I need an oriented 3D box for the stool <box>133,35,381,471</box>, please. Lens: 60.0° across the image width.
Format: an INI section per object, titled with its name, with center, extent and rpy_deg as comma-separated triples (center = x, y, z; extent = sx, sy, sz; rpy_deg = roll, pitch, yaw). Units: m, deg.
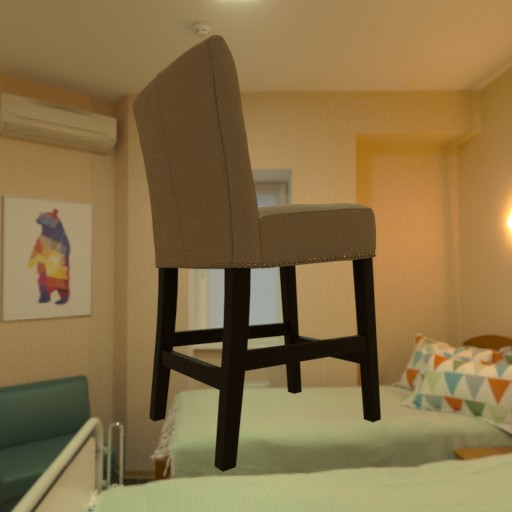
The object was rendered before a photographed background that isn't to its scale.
[stool]
center = 0.000, 0.000, 1.188
extent = 0.571, 0.885, 0.427
rpy_deg = 1, -2, -36
